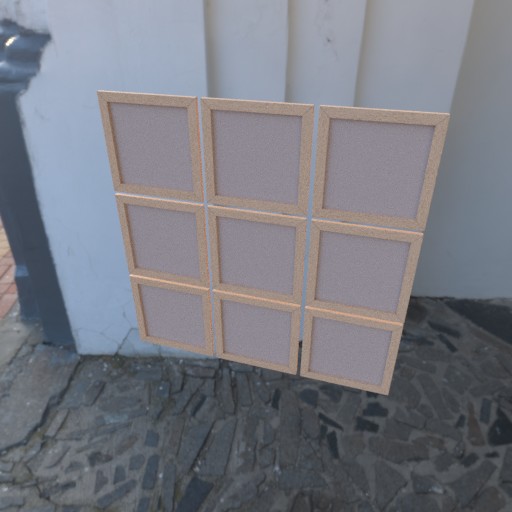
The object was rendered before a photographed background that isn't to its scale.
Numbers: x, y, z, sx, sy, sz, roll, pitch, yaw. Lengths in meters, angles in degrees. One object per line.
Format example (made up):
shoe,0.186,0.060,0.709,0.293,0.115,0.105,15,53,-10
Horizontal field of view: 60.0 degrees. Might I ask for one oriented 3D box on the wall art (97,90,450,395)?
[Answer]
wall art,0.000,0.000,1.792,1.217,1.207,0.016,9,32,14
